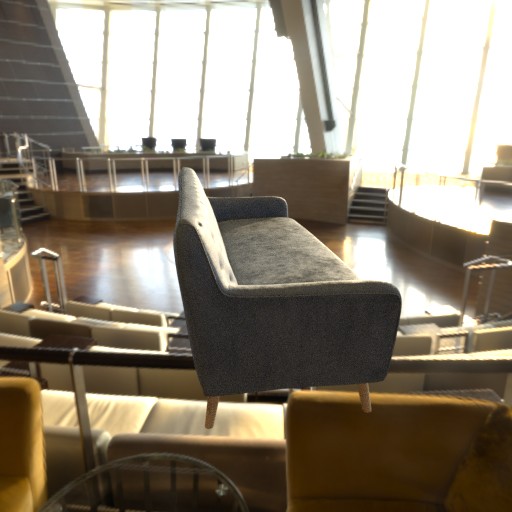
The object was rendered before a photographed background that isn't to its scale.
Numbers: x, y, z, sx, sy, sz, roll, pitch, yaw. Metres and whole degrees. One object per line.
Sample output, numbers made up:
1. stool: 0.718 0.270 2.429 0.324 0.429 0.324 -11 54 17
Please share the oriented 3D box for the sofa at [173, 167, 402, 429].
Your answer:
1. sofa: 0.000 0.000 2.475 0.841 0.832 1.975 -3 17 -9
